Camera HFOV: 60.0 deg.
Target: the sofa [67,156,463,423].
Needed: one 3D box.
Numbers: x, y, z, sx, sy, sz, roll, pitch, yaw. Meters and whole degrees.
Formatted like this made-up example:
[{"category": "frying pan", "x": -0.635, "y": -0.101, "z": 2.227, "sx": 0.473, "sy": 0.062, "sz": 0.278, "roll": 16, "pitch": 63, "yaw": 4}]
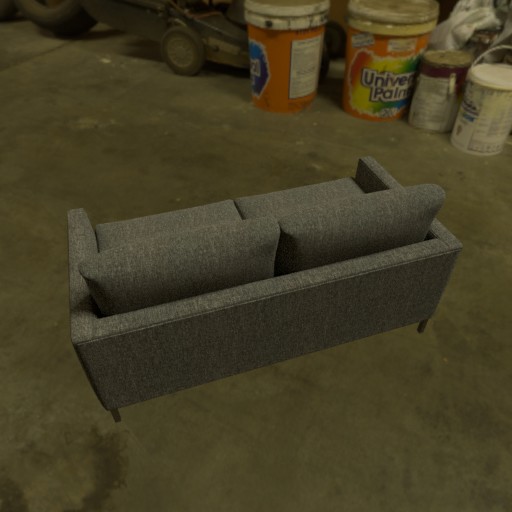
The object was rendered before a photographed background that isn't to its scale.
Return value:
[{"category": "sofa", "x": 0.000, "y": 0.000, "z": 2.214, "sx": 1.716, "sy": 0.862, "sz": 0.866, "roll": -13, "pitch": 44, "yaw": -14}]
